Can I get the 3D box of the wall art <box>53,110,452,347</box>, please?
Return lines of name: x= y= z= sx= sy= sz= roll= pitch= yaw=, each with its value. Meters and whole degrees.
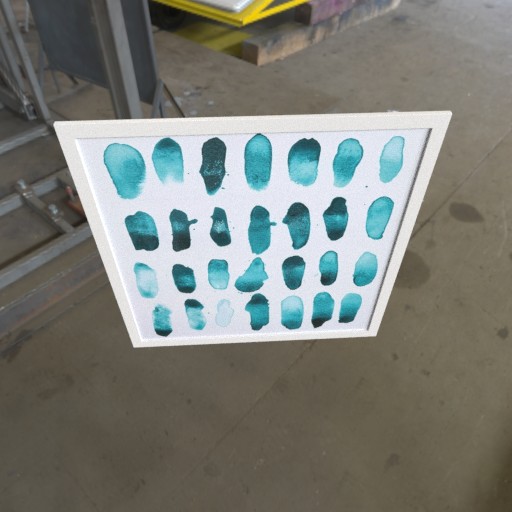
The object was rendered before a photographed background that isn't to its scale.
wall art: x=0.000 y=0.000 z=0.823 sx=0.558 sy=0.559 sz=0.009 roll=-2 pitch=46 yaw=-2
